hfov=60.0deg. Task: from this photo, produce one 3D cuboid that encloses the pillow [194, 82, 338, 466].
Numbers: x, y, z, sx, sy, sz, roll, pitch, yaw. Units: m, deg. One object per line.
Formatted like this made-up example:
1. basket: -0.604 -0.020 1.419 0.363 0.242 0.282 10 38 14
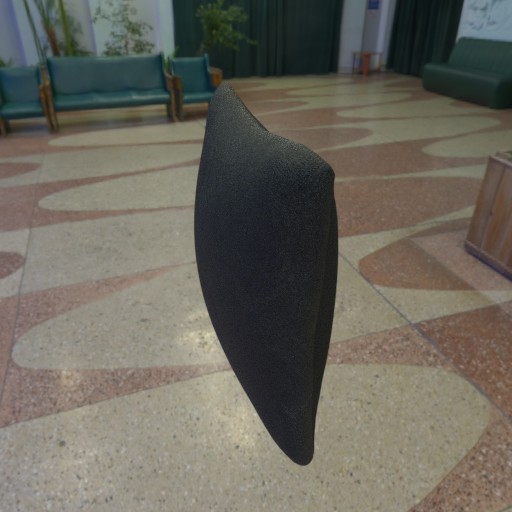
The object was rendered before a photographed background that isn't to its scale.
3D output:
1. pillow: 0.000 0.000 0.805 0.210 0.523 0.533 -8 31 -14
